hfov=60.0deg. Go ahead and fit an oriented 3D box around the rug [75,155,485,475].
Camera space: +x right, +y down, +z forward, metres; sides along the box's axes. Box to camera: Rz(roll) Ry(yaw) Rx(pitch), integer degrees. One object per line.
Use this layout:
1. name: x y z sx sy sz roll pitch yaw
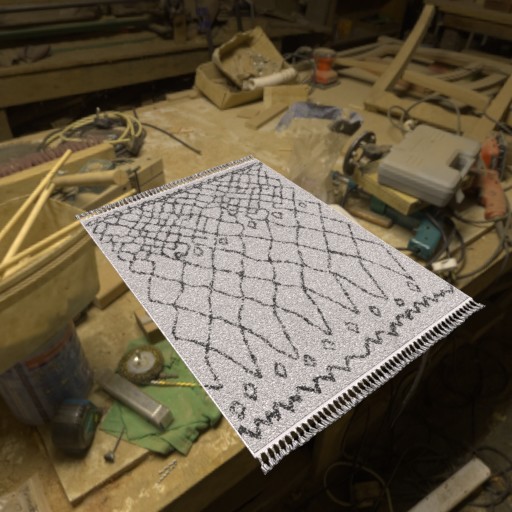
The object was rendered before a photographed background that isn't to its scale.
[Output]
1. rug: 0.000 0.000 2.921 1.613 0.017 2.312 -26 46 -27
